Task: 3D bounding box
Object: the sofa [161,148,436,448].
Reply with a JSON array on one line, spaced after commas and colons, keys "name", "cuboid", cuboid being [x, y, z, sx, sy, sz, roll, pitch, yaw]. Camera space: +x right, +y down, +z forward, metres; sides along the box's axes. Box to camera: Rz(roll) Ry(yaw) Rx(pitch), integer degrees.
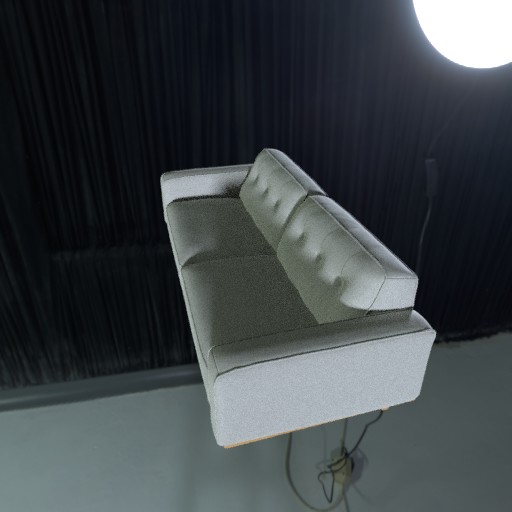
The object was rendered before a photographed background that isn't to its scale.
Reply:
[{"name": "sofa", "cuboid": [0.000, 0.000, 2.730, 0.956, 0.781, 2.270, -8, 31, -13]}]
